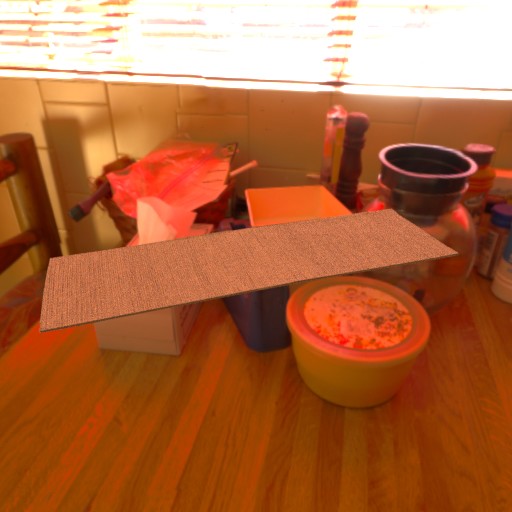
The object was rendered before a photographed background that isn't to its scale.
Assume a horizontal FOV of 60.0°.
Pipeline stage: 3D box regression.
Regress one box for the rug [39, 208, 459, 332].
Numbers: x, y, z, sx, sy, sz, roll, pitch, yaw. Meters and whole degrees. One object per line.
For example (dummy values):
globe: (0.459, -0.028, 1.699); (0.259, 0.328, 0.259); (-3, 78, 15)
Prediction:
rug: (0.000, 0.000, 2.615); (2.320, 0.032, 0.692); (-9, 31, -15)
